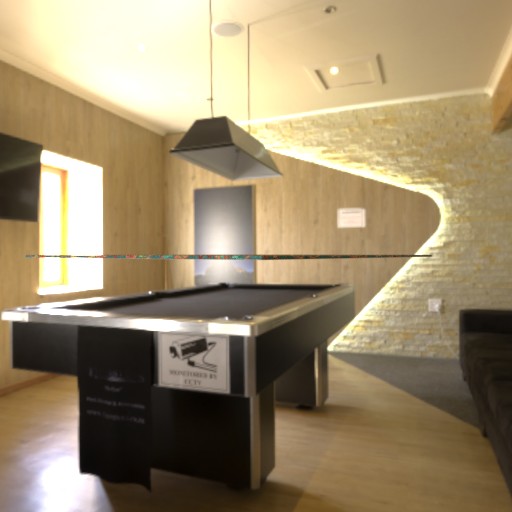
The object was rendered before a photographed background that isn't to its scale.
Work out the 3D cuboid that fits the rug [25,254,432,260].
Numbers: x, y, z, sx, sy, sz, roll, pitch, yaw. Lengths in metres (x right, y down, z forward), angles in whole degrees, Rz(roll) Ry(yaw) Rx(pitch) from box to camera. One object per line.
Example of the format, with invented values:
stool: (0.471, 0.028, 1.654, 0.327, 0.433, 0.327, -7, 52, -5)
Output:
rug: (0.000, 0.000, 4.265, 2.434, 0.025, 3.204, 0, 0, 36)
